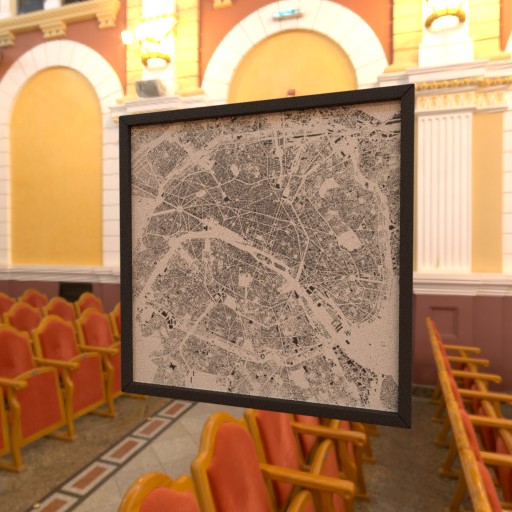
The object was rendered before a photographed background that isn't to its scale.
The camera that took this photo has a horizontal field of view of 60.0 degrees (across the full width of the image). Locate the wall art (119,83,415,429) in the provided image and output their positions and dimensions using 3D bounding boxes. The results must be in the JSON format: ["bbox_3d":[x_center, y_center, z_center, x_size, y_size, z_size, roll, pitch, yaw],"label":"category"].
[{"bbox_3d":[0.000,0.000,0.456,0.305,0.305,0.037,1,2,19],"label":"wall art"}]
